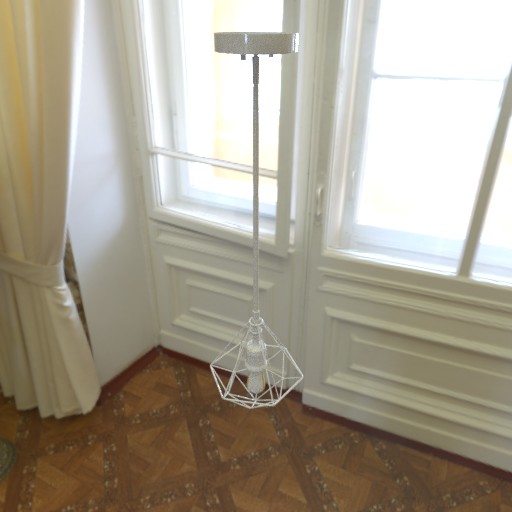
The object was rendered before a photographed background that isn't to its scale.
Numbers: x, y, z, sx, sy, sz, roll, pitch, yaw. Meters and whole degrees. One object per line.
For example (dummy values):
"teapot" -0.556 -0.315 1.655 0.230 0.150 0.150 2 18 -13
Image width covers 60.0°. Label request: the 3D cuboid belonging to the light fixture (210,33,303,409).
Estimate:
"light fixture" 0.000 0.000 1.961 0.431 1.764 0.487 -10 30 -17
